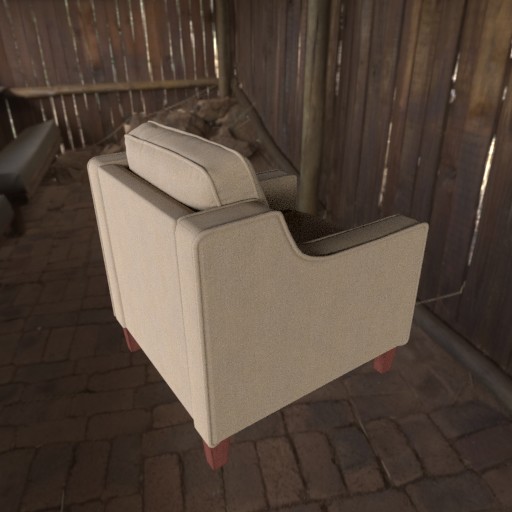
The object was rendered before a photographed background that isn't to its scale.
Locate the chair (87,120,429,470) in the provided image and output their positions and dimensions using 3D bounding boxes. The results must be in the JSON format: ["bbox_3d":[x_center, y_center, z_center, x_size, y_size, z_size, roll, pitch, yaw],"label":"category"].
[{"bbox_3d":[0.000,0.000,1.664,0.909,0.960,0.831,-17,31,-31],"label":"chair"}]
